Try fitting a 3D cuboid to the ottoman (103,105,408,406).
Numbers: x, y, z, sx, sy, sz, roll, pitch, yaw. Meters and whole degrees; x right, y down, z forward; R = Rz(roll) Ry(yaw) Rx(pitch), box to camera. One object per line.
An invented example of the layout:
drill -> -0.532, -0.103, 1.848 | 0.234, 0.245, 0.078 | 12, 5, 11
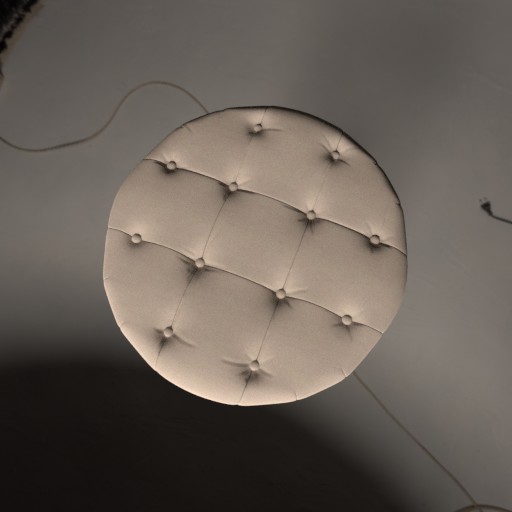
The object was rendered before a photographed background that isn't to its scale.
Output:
ottoman -> 0.000, 0.000, 1.428 | 0.901, 0.439, 0.901 | 0, 75, 0
